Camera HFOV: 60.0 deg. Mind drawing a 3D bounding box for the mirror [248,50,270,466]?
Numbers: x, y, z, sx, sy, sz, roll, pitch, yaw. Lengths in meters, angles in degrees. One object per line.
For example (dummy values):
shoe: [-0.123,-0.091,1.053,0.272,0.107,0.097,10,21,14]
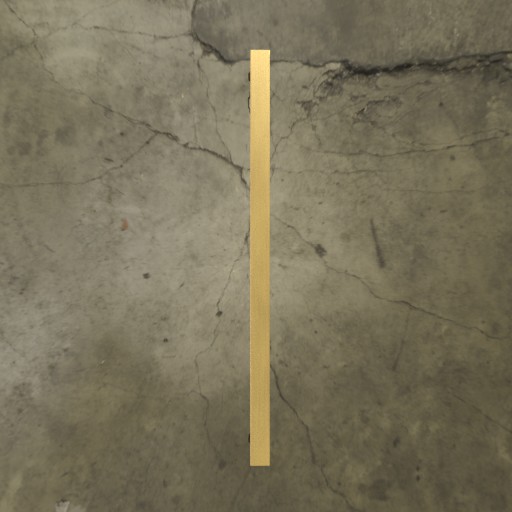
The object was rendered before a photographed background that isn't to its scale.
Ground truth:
mirror: [0.000,0.000,1.319,0.040,1.016,0.762,0,91,-1]
